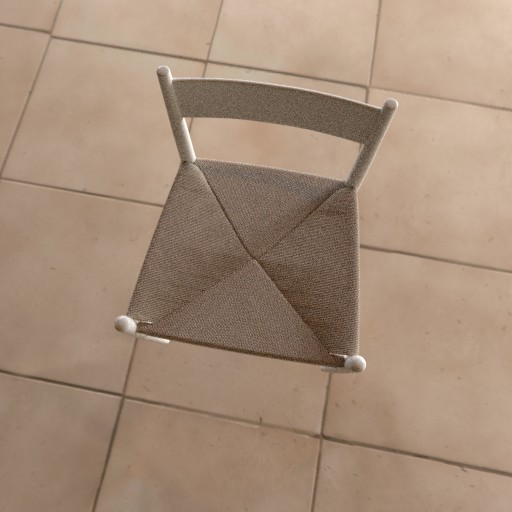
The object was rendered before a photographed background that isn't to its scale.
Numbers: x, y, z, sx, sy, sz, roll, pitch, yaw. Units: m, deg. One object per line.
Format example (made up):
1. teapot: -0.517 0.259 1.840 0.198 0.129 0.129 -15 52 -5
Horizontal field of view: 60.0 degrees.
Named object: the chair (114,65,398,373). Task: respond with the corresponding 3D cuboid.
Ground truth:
1. chair: 0.000 0.000 1.122 0.556 0.762 0.495 9 75 2
